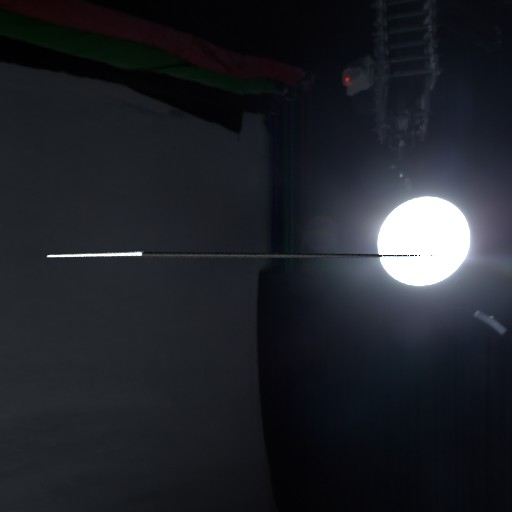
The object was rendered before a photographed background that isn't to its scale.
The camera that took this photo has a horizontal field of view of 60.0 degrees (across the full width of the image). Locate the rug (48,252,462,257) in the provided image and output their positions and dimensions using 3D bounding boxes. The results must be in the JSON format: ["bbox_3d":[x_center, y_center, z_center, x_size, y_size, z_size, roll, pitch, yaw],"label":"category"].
[{"bbox_3d":[0.000,0.000,2.892,2.197,0.014,1.586,0,0,-36],"label":"rug"}]
